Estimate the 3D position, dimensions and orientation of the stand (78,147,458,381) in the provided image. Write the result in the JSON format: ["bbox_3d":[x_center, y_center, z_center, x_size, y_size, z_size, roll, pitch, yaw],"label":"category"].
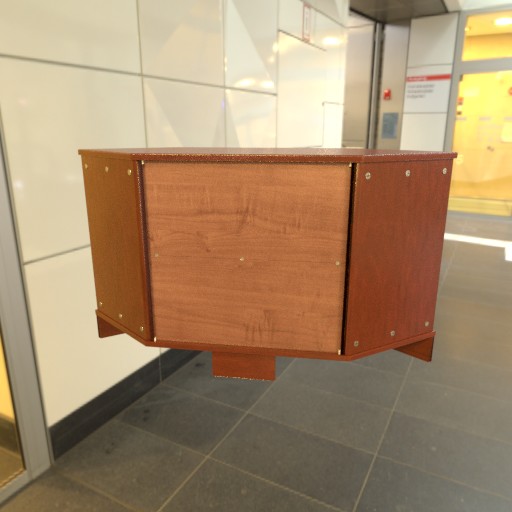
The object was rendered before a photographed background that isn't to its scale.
[{"bbox_3d":[0.000,0.000,1.324,1.072,0.614,0.381,2,16,8],"label":"stand"}]
